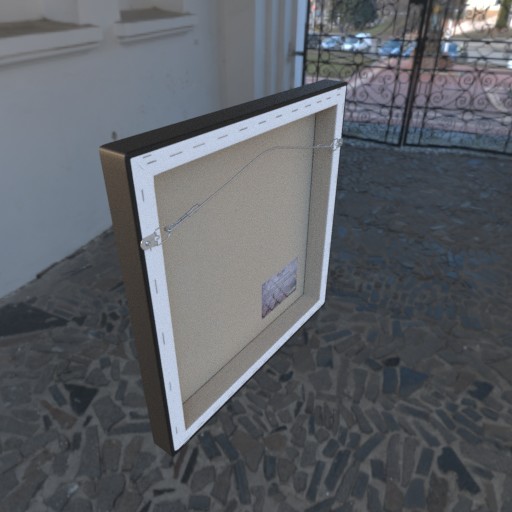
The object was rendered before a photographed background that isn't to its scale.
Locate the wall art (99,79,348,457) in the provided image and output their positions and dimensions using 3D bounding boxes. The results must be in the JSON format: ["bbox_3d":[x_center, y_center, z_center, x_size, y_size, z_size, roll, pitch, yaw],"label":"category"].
[{"bbox_3d":[0.000,0.000,0.617,0.041,0.407,0.406,21,37,31],"label":"wall art"}]
